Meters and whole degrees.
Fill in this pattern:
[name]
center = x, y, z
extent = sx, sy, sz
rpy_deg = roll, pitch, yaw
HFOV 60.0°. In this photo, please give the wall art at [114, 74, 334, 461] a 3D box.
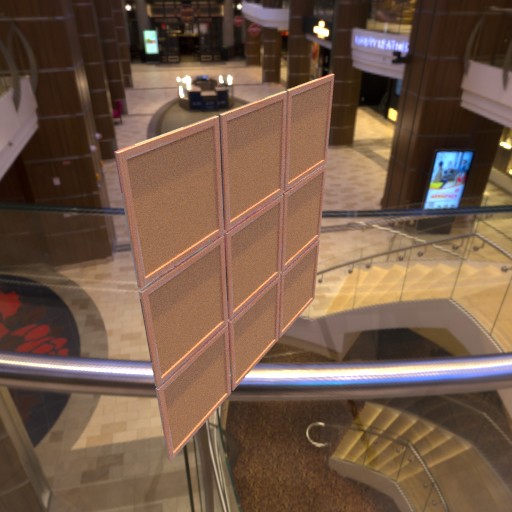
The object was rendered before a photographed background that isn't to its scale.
[wall art]
center = 0.000, 0.000, 1.809
extent = 0.013, 1.220, 1.216
rpy_deg = 19, 37, 28
